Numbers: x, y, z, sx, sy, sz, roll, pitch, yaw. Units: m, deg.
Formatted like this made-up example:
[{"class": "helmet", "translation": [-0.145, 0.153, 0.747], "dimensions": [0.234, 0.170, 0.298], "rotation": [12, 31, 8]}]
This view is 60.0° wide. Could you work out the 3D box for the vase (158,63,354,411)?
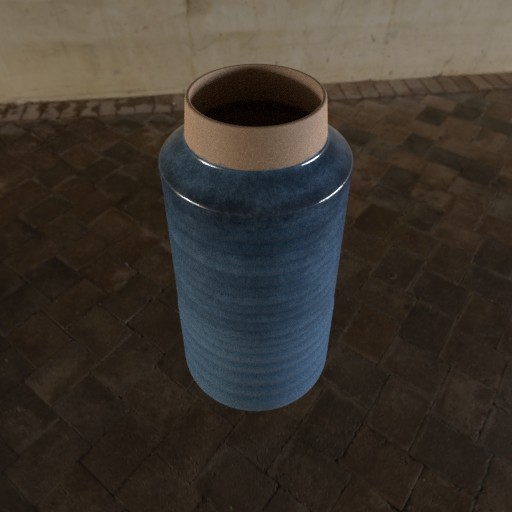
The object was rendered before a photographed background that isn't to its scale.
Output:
[{"class": "vase", "translation": [0.000, 0.000, 0.412], "dimensions": [0.163, 0.316, 0.163], "rotation": [0, 46, 0]}]
